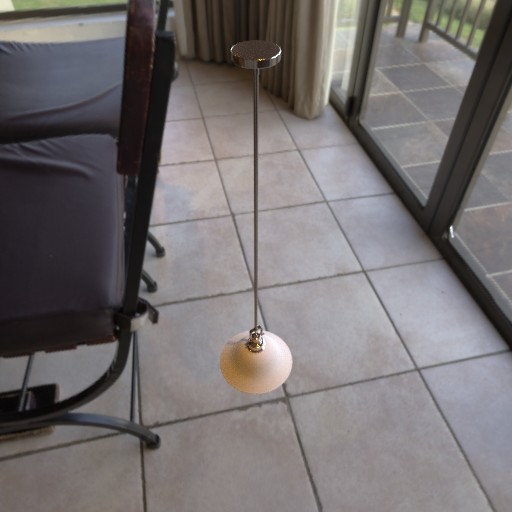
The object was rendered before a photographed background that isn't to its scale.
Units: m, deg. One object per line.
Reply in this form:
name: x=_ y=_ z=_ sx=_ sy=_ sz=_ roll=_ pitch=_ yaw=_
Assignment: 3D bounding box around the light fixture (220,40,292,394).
light fixture: x=0.000 y=0.000 z=1.493 sx=0.324 sy=1.354 sz=0.324 roll=-24 pitch=51 yaw=-21
